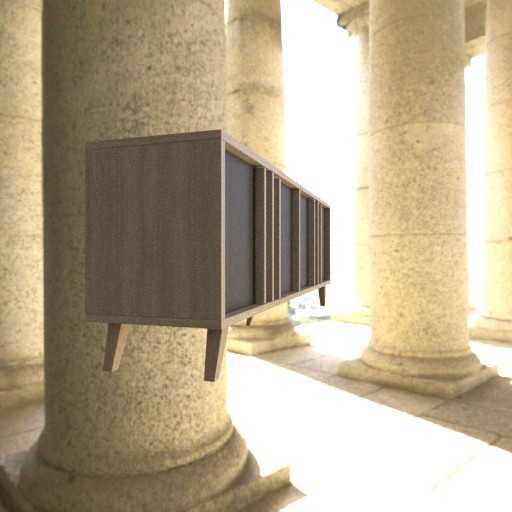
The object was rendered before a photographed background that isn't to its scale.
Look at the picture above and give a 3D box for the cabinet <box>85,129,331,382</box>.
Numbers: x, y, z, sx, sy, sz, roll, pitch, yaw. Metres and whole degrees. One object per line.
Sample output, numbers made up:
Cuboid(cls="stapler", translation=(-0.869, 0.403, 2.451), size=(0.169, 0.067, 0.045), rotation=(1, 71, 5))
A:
Cuboid(cls="cabinet", translation=(0.000, 0.000, 2.465), size=(0.499, 0.779, 2.198), rotation=(0, 0, 18))
